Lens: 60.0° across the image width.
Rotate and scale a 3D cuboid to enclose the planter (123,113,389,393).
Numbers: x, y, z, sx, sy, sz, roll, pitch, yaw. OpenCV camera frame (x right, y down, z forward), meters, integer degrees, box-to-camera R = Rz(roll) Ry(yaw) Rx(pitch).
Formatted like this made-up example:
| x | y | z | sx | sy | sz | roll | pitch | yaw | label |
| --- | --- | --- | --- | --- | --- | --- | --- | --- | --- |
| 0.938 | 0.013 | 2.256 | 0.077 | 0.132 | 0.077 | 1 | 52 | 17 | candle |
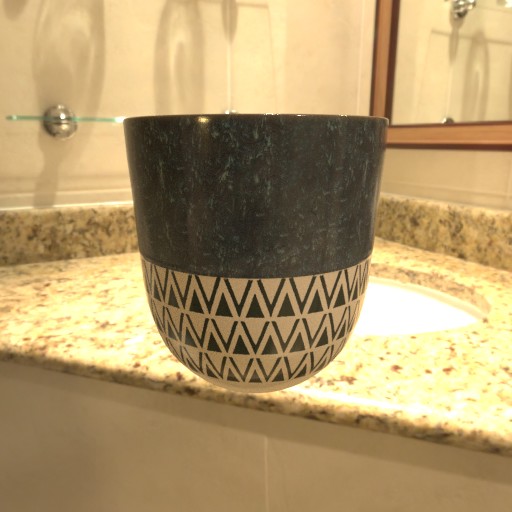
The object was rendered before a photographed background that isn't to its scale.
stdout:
| x | y | z | sx | sy | sz | roll | pitch | yaw | label |
| --- | --- | --- | --- | --- | --- | --- | --- | --- | --- |
| 0.000 | 0.000 | 0.365 | 0.195 | 0.214 | 0.195 | 0 | 15 | 0 | planter |
